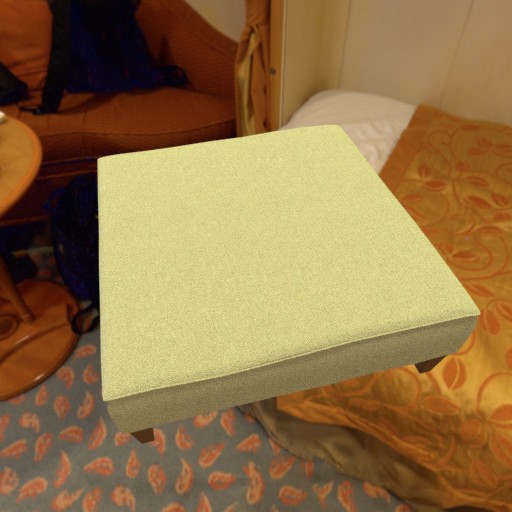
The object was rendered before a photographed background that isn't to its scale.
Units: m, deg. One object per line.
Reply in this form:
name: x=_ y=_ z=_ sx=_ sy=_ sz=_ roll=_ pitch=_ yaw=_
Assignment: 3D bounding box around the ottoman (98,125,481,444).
ottoman: x=0.000 y=0.000 z=1.508 sx=0.968 sy=0.379 sz=1.004 roll=-11 pitch=46 yaw=-10
